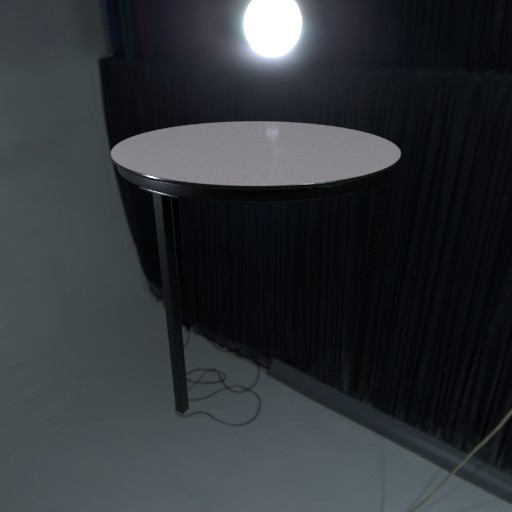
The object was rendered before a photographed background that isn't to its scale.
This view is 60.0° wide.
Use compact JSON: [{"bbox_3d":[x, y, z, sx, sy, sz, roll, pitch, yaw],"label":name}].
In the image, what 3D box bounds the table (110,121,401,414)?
[{"bbox_3d":[0.000,0.000,0.889,0.499,0.443,0.499,0,26,0],"label":"table"}]
